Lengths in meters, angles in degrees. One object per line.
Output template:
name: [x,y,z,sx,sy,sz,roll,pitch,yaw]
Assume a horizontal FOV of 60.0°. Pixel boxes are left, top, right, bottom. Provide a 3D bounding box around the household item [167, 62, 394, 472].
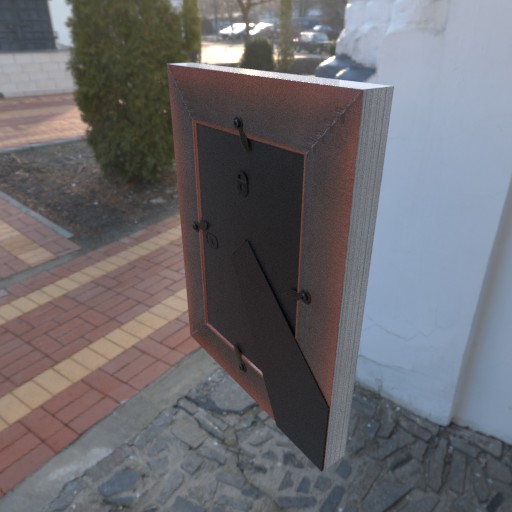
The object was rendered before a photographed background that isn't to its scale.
household item: [0.000,0.000,0.281,0.025,0.216,0.165,-19,33,-32]
